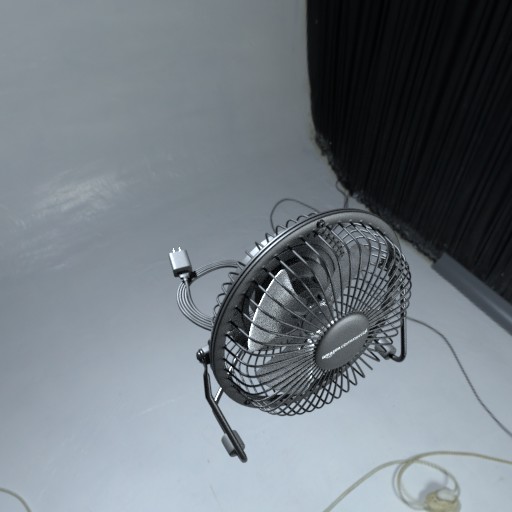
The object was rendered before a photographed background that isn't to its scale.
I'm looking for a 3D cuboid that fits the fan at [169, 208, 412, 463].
[{"bbox_3d":[0.000,0.000,0.309,0.153,0.152,0.202,-24,52,-21],"label":"fan"}]
